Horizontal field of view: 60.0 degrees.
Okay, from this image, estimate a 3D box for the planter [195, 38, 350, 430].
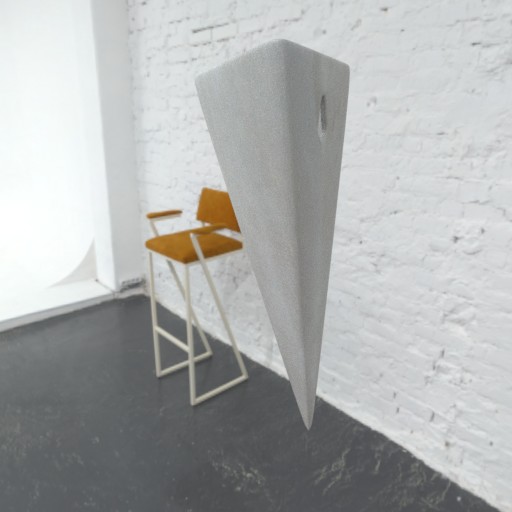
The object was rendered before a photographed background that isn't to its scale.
[{"bbox_3d":[0.000,0.000,0.158,0.047,0.130,0.058,8,18,26],"label":"planter"}]
